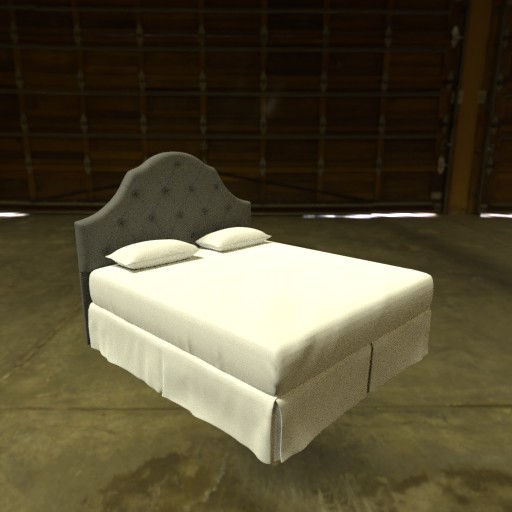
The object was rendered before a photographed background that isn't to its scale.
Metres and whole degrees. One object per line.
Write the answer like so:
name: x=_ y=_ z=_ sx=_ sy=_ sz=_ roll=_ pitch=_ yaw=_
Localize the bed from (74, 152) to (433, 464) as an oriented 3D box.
bed: x=0.000 y=0.000 z=3.573 sx=2.214 sy=1.615 sz=2.008 roll=13 pitch=19 yaw=43
